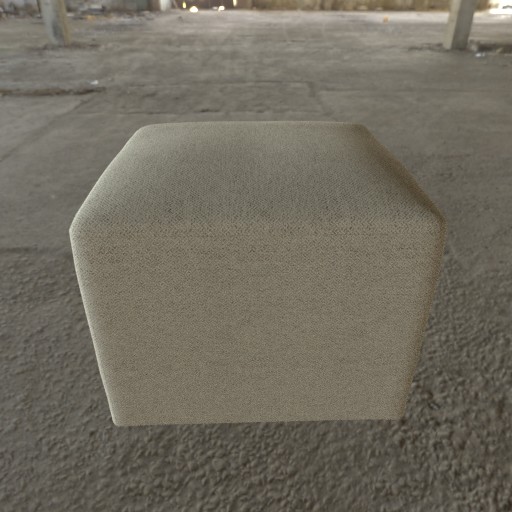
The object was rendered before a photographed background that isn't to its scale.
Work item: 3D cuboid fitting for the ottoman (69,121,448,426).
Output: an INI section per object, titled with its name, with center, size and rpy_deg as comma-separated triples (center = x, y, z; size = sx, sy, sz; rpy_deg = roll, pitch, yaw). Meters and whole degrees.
[ottoman]
center = 0.000, 0.000, 0.889
size = 0.521, 0.453, 0.512
rpy_deg = -1, 31, -2
